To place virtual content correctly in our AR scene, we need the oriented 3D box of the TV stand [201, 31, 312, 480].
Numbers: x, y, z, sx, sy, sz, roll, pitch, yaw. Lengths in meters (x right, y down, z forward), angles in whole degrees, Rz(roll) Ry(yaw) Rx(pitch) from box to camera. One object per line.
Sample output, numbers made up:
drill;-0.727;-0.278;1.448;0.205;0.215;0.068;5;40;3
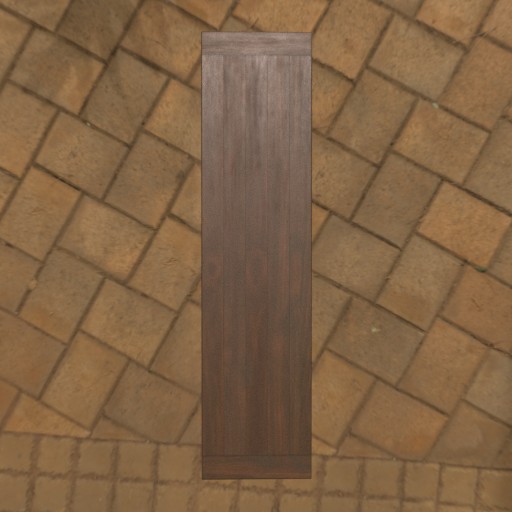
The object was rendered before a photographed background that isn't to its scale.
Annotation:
TV stand;0.000;0.000;2.151;0.471;0.615;1.866;0;91;-1
